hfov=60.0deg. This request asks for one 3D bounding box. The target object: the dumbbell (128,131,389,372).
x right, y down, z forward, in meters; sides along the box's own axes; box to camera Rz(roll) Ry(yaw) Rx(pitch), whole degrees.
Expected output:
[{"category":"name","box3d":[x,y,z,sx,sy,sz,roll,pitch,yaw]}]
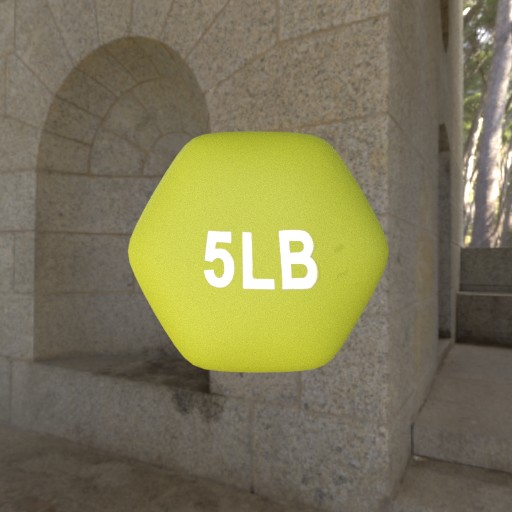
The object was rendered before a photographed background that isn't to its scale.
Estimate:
[{"category":"dumbbell","box3d":[0.000,0.000,0.202,0.080,0.072,0.164,0,-1,0]}]
